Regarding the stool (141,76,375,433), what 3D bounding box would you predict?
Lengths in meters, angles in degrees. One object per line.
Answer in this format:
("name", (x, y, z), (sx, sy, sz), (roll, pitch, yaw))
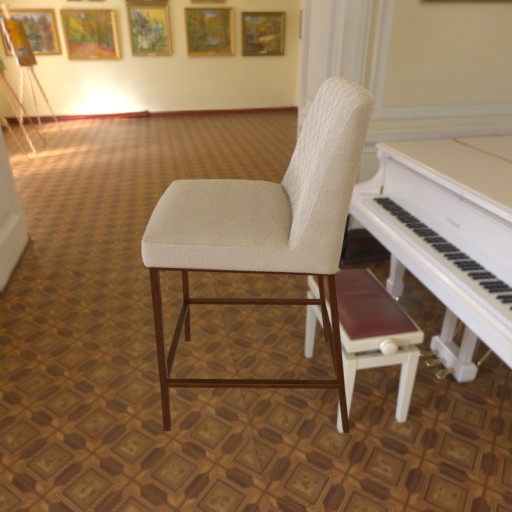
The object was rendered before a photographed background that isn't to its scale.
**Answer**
("stool", (0.000, 0.000, 1.329), (0.576, 0.973, 0.507), (0, 27, 1))
